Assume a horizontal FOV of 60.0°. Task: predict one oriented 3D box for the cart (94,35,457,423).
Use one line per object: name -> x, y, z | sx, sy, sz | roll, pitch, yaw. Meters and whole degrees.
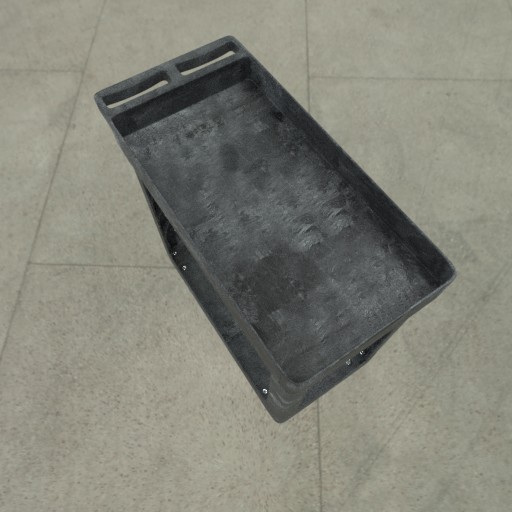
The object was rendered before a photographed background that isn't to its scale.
cart -> 0.000, 0.000, 1.369 | 0.420, 0.824, 0.877 | -31, 67, -14
